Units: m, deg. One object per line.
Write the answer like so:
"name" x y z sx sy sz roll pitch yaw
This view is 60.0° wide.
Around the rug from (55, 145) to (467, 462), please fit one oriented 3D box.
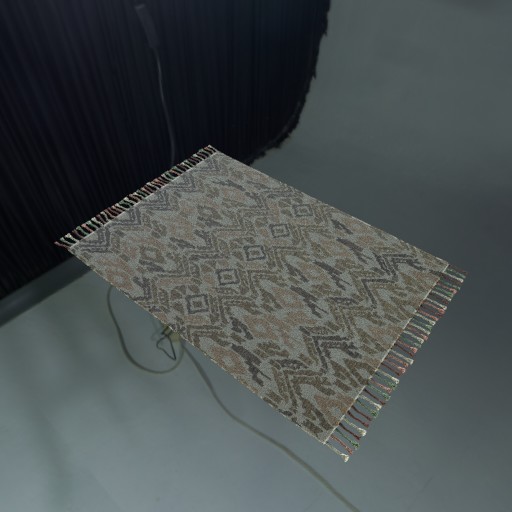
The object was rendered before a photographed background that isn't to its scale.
"rug" 0.000 0.000 2.323 1.829 0.008 1.219 31 54 26
